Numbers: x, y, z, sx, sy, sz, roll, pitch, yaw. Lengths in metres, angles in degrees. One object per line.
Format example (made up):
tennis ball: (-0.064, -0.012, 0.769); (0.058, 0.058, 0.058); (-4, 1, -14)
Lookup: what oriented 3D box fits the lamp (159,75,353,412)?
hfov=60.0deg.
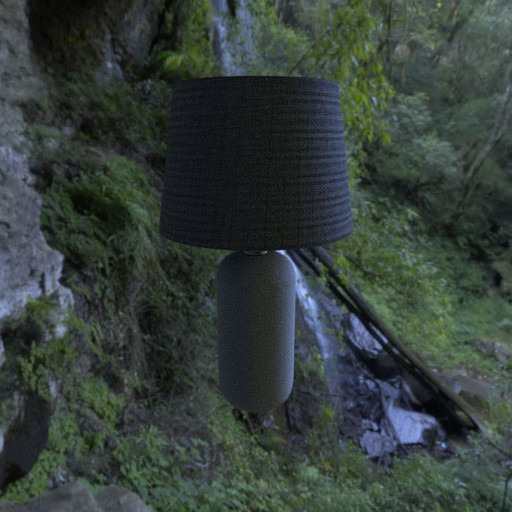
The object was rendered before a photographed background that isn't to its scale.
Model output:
lamp: (0.000, 0.000, 0.596); (0.251, 0.429, 0.251); (0, 16, 0)
